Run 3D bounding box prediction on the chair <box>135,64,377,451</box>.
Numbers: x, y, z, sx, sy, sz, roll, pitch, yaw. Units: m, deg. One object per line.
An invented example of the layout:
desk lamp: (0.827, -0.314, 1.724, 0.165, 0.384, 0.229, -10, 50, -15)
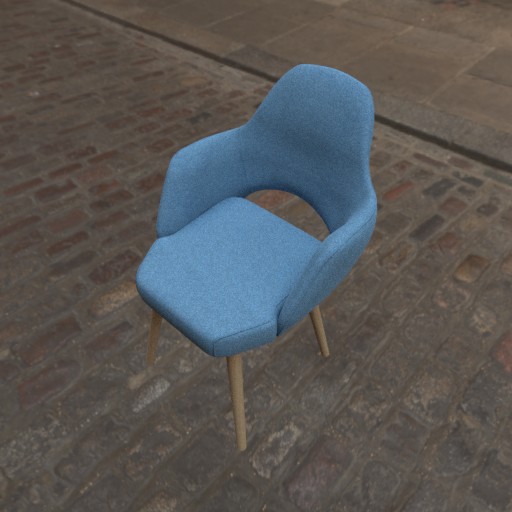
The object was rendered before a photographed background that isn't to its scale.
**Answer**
chair: (0.000, 0.000, 1.324, 0.589, 0.920, 0.666, 33, 54, 28)
